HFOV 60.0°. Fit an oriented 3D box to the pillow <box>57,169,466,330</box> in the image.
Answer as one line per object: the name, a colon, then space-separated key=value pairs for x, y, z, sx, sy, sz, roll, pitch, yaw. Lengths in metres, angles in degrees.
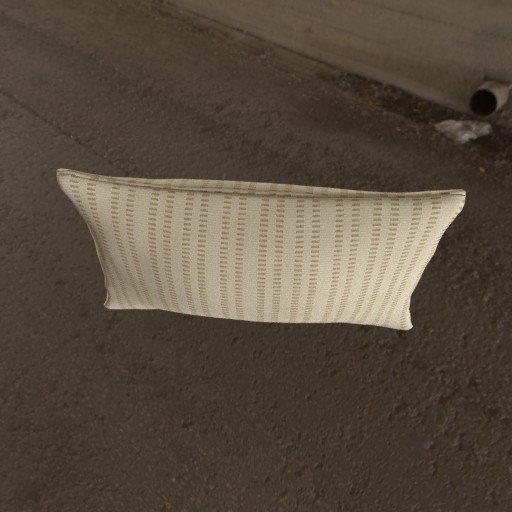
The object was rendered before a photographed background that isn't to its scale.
pillow: x=0.000 y=0.000 z=0.807 sx=0.640 sy=0.353 sz=0.210 roll=3 pitch=48 yaw=3
